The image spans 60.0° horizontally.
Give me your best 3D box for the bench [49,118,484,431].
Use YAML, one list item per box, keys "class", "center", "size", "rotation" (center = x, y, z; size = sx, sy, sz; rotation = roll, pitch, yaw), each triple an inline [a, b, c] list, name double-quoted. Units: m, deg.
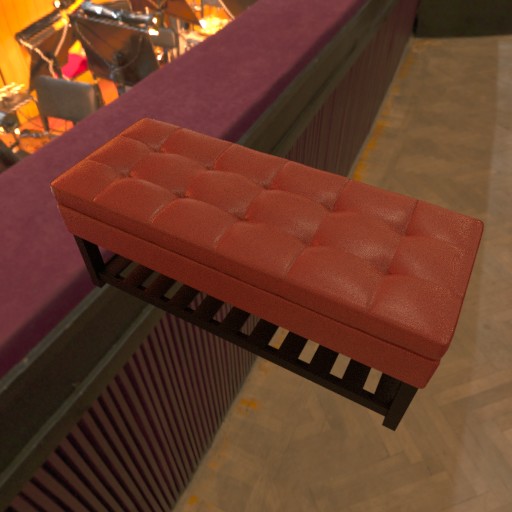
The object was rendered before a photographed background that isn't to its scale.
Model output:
- class: "bench"
  center: [0.000, 0.000, 1.329]
  size: [1.105, 0.460, 0.432]
  rotation: [22, 50, 19]
